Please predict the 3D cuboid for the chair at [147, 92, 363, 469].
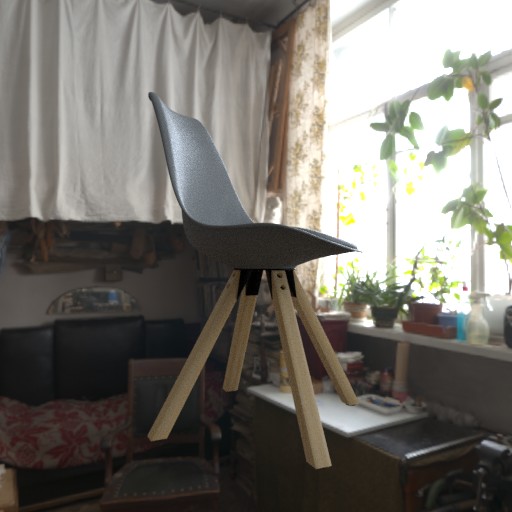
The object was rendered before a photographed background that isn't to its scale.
[{"bbox_3d":[0.000,0.000,1.166,0.549,0.850,0.485,0,-1,21],"label":"chair"}]
